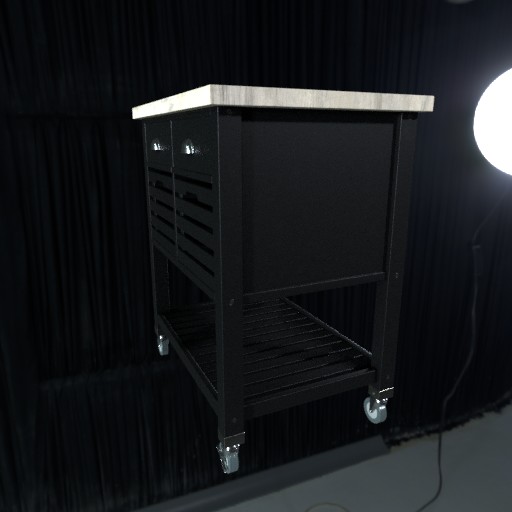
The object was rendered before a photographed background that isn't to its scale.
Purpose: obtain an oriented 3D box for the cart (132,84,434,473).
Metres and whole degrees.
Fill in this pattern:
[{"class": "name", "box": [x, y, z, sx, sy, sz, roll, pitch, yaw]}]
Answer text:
[{"class": "cart", "box": [0.000, 0.000, 1.410, 0.567, 0.920, 0.797, -7, 17, -24]}]
